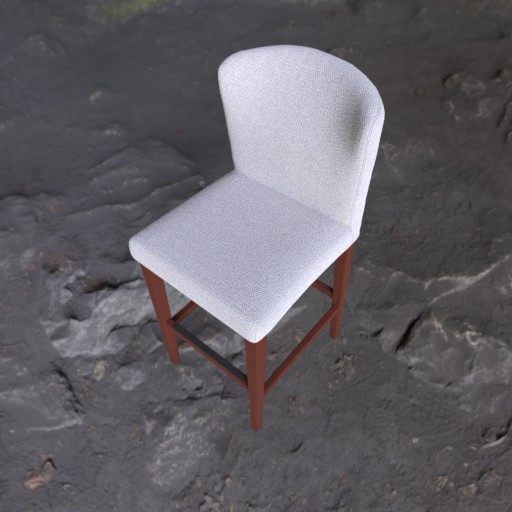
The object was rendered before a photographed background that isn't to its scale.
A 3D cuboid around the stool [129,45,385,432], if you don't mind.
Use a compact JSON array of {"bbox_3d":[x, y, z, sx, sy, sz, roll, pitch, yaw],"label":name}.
[{"bbox_3d":[0.000,0.000,1.367,0.481,1.069,0.568,31,54,26],"label":"stool"}]
